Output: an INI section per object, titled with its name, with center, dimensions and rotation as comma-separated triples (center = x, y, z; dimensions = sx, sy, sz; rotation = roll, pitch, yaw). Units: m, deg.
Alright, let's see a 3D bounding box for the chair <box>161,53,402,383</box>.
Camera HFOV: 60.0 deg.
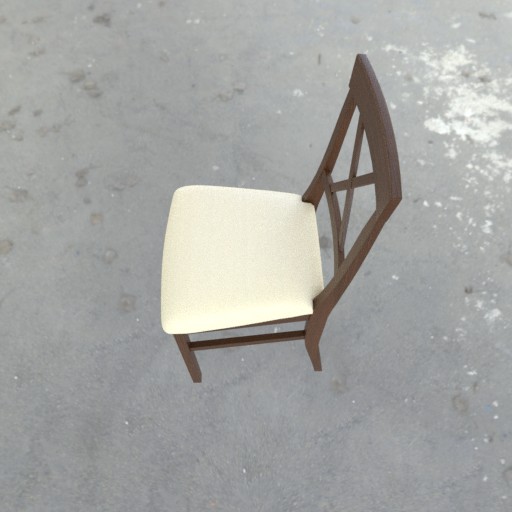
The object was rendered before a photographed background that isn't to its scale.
[chair]
center = 0.000, 0.000, 1.171
dimensions = 0.480, 0.913, 0.440
rotation = -1, 58, -1
